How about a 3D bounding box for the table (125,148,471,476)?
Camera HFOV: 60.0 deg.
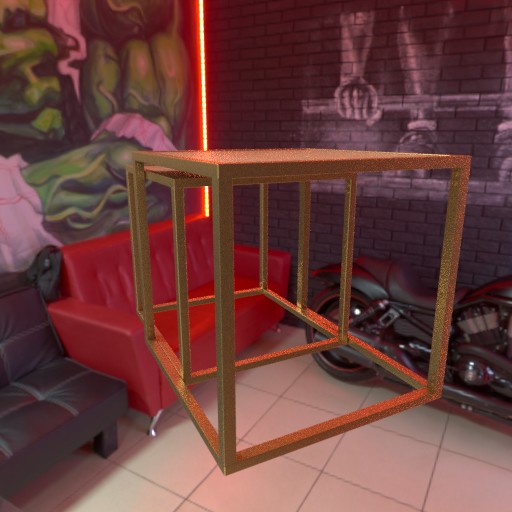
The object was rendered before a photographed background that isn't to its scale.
[{"bbox_3d":[0.000,0.000,1.097,0.505,0.505,0.762,-8,17,-26],"label":"table"}]
